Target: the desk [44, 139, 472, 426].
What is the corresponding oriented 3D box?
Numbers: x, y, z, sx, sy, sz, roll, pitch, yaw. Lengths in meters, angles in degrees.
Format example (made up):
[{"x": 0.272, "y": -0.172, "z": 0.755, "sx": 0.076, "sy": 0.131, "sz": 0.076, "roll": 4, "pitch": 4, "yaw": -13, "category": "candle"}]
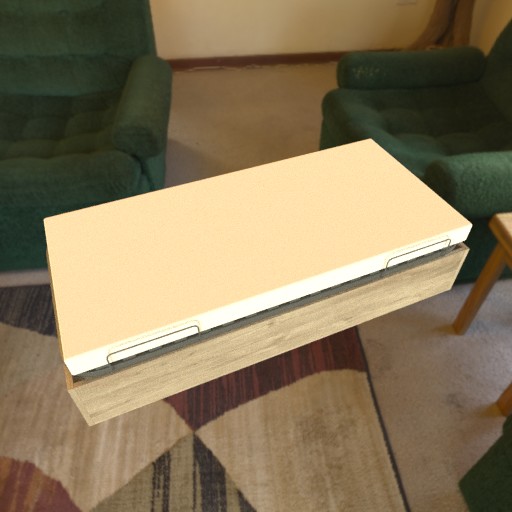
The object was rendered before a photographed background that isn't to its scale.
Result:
[{"x": 0.000, "y": 0.000, "z": 2.242, "sx": 1.900, "sy": 0.455, "sz": 0.900, "roll": -17, "pitch": 47, "yaw": -16, "category": "desk"}]
